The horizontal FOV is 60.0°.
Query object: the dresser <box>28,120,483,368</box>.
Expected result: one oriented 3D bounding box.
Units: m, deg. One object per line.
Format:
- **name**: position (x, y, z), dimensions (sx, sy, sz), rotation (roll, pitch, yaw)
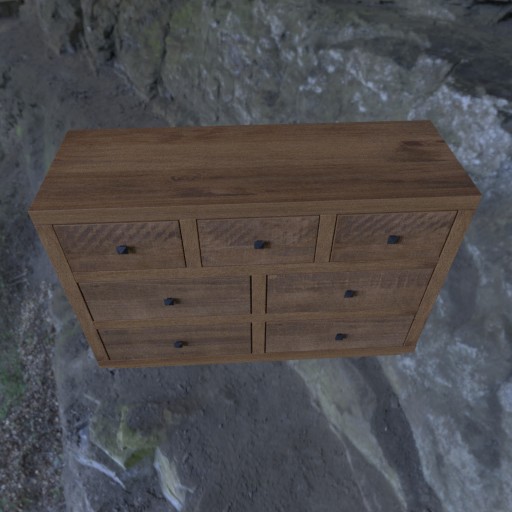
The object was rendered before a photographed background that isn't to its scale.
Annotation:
- **dresser**: position (0.000, 0.000, 1.663), dimensions (1.261, 0.825, 0.479), rotation (-2, 45, -2)
